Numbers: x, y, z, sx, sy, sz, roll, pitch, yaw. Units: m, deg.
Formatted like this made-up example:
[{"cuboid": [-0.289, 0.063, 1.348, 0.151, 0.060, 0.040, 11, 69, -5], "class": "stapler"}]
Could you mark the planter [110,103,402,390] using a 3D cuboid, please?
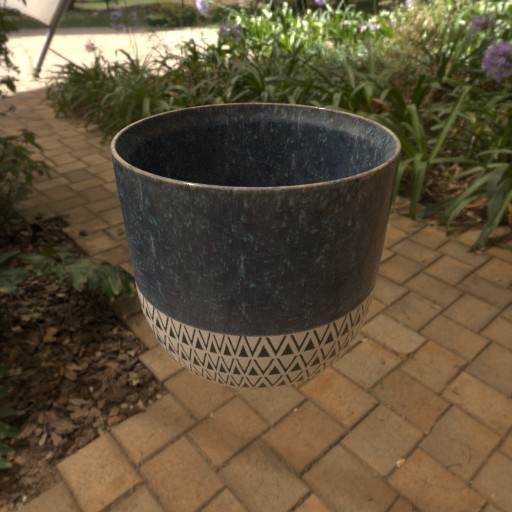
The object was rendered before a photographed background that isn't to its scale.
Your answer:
[{"cuboid": [0.000, 0.000, 0.489, 0.266, 0.270, 0.266, 0, 31, 0], "class": "planter"}]
